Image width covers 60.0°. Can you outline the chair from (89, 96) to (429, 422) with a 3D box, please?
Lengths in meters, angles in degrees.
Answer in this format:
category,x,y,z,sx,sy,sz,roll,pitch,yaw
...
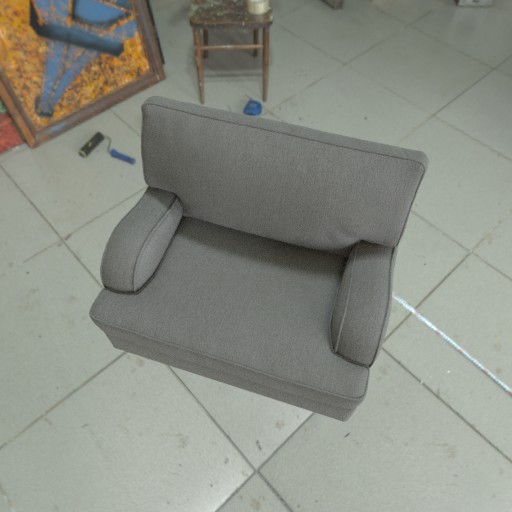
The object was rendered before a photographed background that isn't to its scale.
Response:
category,x,y,z,sx,sy,sz,roll,pitch,yaw
chair,0.000,0.000,2.028,1.220,1.016,1.041,15,58,10
